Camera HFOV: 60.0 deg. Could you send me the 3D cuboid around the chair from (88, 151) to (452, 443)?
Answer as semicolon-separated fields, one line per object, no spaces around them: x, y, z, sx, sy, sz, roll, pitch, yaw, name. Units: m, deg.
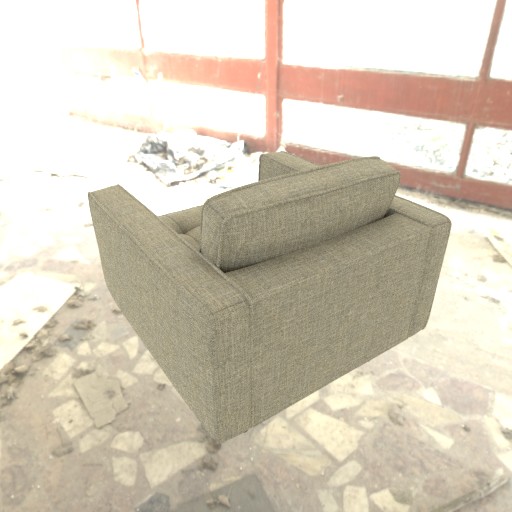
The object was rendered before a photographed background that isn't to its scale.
0.000;0.000;1.575;0.889;0.765;0.914;-19;35;-29;chair
